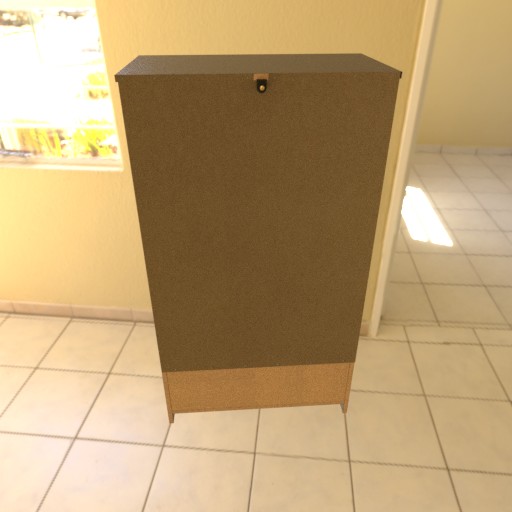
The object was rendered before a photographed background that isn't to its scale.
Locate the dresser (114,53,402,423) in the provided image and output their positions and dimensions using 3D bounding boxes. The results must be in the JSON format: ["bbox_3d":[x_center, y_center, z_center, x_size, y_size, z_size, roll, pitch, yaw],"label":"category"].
[{"bbox_3d":[0.000,0.000,1.556,0.704,1.254,0.418,-2,31,-4],"label":"dresser"}]
